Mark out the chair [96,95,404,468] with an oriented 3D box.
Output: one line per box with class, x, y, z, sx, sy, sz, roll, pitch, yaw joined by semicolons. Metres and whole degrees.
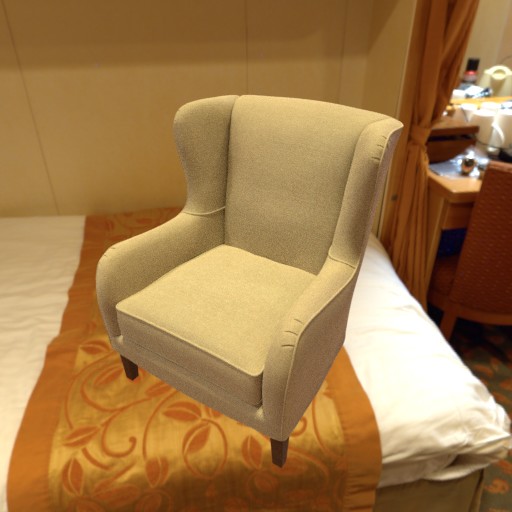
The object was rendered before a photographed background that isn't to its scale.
chair;0.000;0.000;1.746;0.838;1.040;0.966;19;37;27
